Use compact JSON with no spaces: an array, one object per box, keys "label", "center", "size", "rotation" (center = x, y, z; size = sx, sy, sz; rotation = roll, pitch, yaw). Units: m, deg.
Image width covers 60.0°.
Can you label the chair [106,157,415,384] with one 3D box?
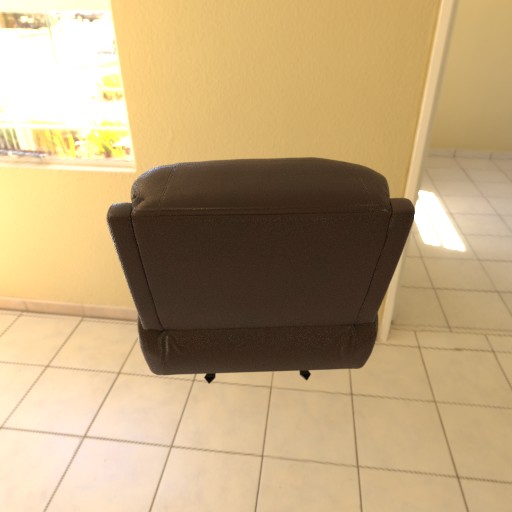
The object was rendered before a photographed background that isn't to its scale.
[{"label":"chair","center":[0.000,0.000,1.800],"size":[0.930,1.011,0.899],"rotation":[-1,31,-2]}]
